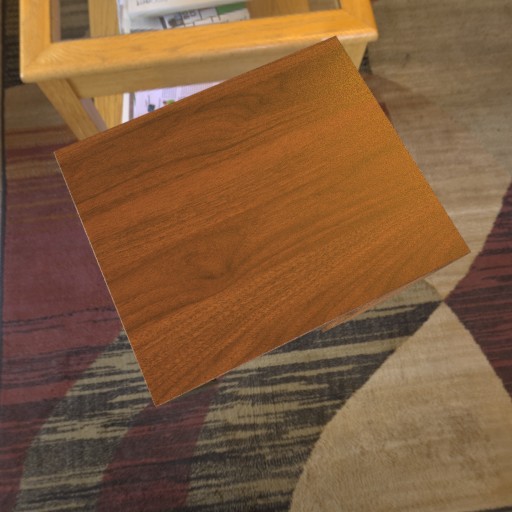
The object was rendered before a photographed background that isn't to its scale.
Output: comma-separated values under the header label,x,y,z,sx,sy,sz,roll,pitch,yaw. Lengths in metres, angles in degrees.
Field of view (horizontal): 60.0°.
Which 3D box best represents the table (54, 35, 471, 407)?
label,x,y,z,sx,sy,sz,roll,pitch,yaw
table,0.000,0.000,1.557,0.786,1.041,0.660,-25,77,-6
